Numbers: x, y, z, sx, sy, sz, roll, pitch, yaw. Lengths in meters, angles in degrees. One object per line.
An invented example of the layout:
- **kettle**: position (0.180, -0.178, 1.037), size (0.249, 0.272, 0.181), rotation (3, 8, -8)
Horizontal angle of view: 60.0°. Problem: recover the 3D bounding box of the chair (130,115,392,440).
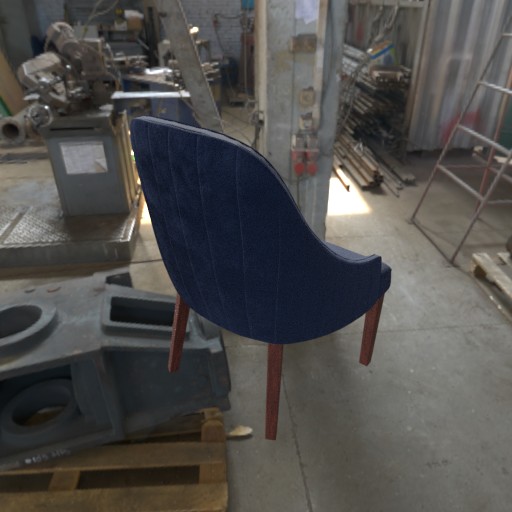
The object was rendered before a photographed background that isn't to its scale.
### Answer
- **chair**: position (0.000, 0.000, 1.313), size (0.643, 0.889, 0.575), rotation (23, 38, 33)
